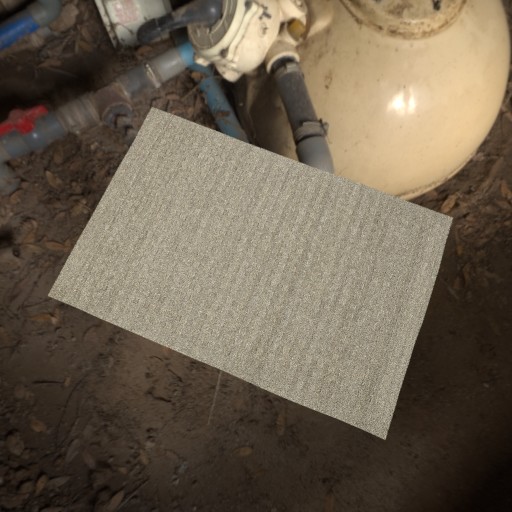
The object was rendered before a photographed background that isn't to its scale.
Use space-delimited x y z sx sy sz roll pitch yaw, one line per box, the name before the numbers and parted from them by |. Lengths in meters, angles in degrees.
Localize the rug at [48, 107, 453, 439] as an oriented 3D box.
rug | 0.000 0.000 2.953 2.297 0.018 1.532 22 75 6
